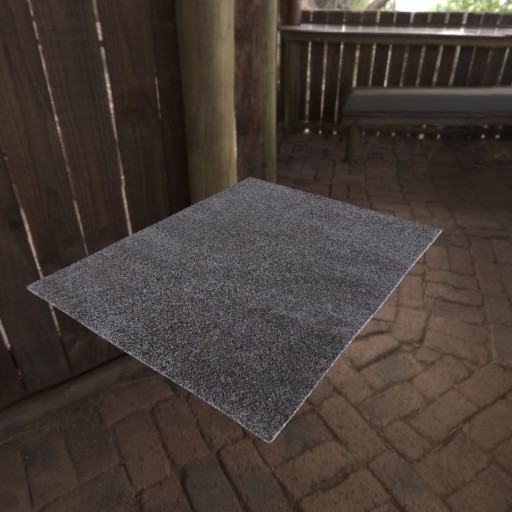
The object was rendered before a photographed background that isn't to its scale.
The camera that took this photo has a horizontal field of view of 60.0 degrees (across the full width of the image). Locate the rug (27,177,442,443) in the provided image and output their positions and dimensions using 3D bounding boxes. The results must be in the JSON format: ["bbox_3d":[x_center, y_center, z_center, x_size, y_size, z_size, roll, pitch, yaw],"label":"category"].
[{"bbox_3d":[0.000,0.000,3.993,2.401,0.025,3.000,21,37,31],"label":"rug"}]
